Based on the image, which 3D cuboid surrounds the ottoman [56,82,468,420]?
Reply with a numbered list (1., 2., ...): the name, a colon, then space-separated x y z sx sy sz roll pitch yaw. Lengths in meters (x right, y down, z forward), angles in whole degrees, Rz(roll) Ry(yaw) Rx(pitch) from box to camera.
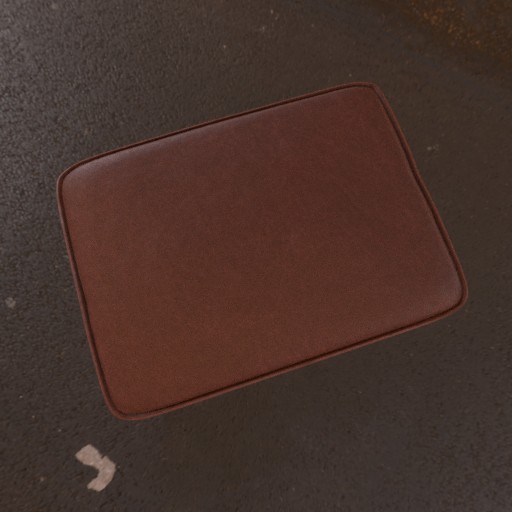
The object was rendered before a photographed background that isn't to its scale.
1. ottoman: 0.000 0.000 1.074 0.749 0.449 0.548 -18 77 -4
